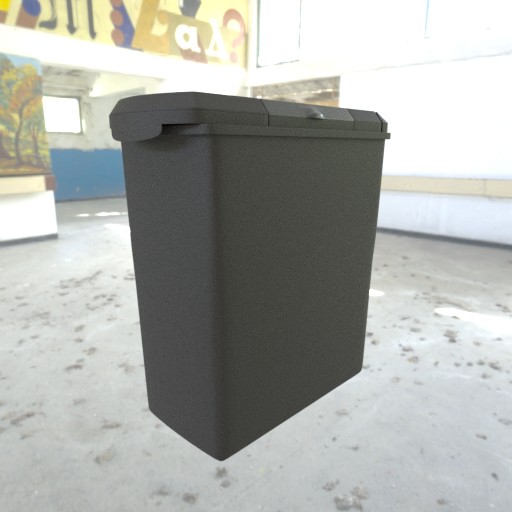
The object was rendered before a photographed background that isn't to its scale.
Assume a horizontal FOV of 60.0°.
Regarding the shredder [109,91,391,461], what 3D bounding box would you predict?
[{"bbox_3d":[0.000,0.000,0.511,0.170,0.335,0.320,13,19,43],"label":"shredder"}]
